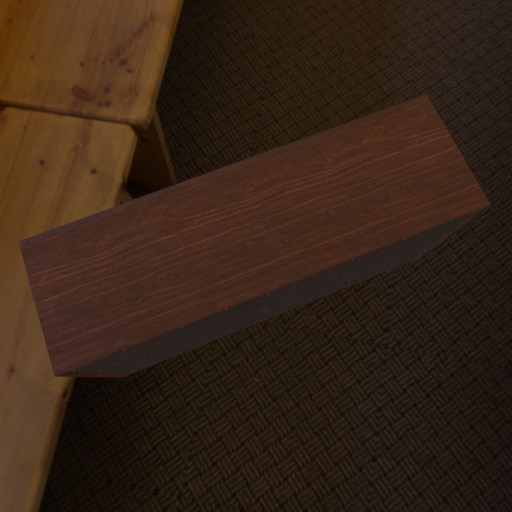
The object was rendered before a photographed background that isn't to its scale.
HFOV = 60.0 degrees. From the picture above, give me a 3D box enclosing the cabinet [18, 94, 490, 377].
[{"bbox_3d":[0.000,0.000,1.996,1.575,0.940,0.505,-21,76,-6],"label":"cabinet"}]
